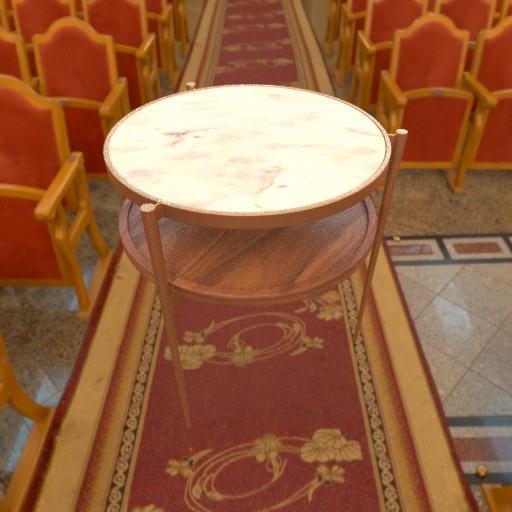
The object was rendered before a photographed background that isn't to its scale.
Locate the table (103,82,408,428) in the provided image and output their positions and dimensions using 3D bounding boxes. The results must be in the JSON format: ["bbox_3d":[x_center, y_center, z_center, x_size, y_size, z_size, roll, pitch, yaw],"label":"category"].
[{"bbox_3d":[0.000,0.000,0.826,0.456,0.493,0.430,0,40,0],"label":"table"}]
